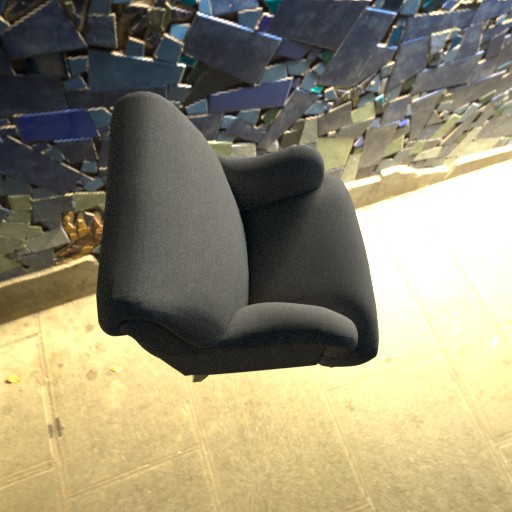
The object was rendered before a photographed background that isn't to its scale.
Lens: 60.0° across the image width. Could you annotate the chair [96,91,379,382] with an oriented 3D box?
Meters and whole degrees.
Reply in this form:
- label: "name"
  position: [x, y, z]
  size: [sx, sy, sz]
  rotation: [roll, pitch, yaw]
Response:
- label: "chair"
  position: [0.000, 0.000, 1.584]
  size: [0.843, 0.942, 0.766]
  rotation: [-4, 63, -2]
